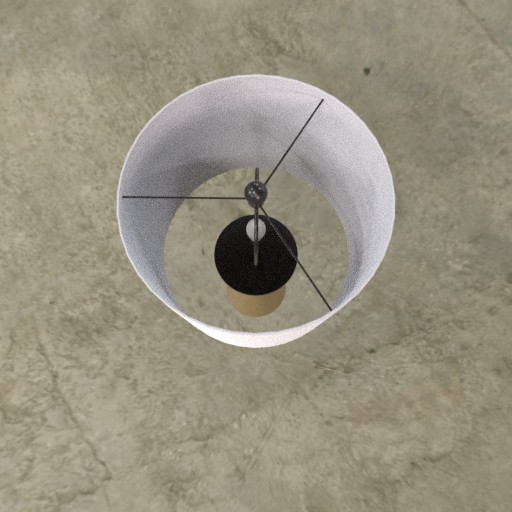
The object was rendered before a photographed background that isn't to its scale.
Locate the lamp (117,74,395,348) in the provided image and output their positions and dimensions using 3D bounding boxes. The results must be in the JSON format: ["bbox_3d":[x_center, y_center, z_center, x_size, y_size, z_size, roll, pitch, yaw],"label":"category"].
[{"bbox_3d":[0.000,0.000,0.742,0.304,0.573,0.304,1,75,0],"label":"lamp"}]
